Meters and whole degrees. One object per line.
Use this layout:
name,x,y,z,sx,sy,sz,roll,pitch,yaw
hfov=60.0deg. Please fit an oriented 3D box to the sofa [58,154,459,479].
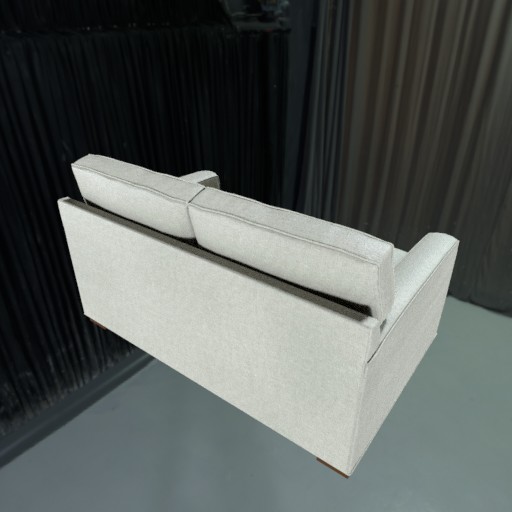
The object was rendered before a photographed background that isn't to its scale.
sofa,0.000,0.000,1.997,1.484,0.853,0.940,20,36,31
